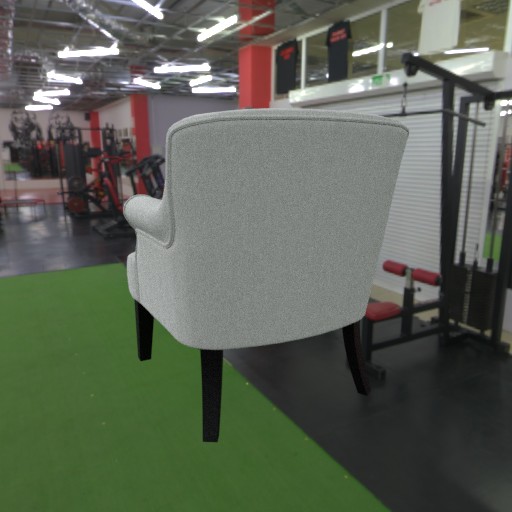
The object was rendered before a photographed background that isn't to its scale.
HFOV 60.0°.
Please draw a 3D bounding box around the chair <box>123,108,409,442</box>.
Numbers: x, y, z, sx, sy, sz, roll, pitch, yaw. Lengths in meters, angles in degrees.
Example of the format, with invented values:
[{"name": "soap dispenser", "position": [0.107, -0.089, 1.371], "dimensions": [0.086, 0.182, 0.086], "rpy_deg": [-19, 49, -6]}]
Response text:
[{"name": "chair", "position": [0.000, 0.000, 1.475], "dimensions": [0.781, 0.875, 0.750], "rpy_deg": [-7, 15, -26]}]
